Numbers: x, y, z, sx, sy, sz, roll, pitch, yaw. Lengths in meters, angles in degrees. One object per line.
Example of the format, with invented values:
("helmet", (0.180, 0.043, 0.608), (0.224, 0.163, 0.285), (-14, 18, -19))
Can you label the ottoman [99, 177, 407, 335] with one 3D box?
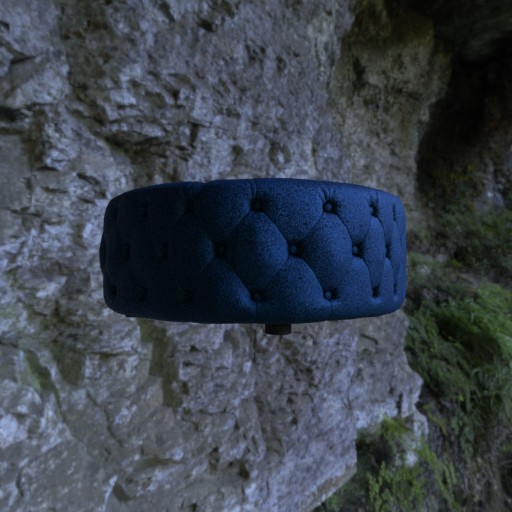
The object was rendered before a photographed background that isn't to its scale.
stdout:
("ottoman", (0.000, 0.000, 1.526), (0.998, 0.398, 0.998), (0, 0, 0))
